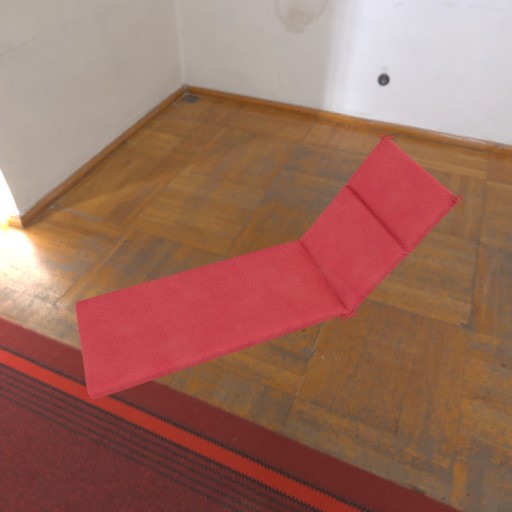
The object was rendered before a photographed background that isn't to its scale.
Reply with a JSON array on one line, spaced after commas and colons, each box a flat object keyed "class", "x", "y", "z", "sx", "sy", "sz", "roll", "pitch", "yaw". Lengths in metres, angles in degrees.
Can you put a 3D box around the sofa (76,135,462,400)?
[{"class": "sofa", "x": 0.000, "y": 0.000, "z": 1.989, "sx": 1.663, "sy": 0.622, "sz": 0.582, "roll": -16, "pitch": 48, "yaw": -15}]
